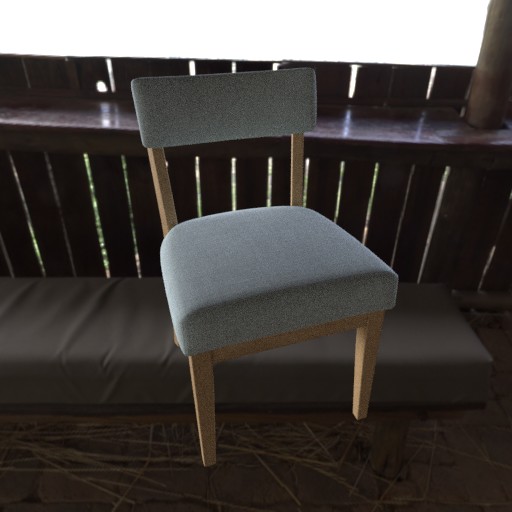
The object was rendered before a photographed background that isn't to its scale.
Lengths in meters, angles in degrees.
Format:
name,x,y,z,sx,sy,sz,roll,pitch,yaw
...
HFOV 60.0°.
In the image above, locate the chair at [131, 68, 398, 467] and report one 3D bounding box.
name,x,y,z,sx,sy,sz,roll,pitch,yaw
chair,0.000,0.000,1.165,0.508,0.832,0.572,-10,34,-16
